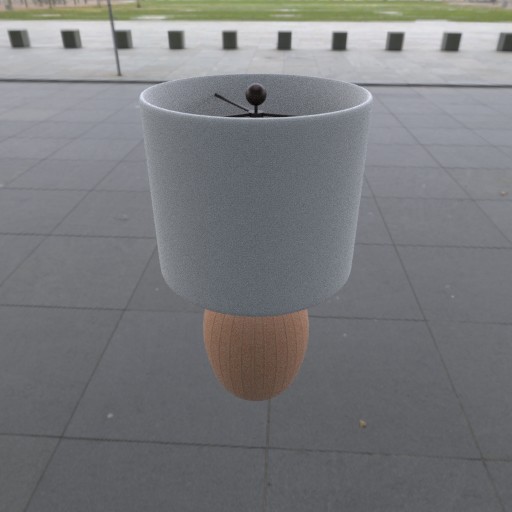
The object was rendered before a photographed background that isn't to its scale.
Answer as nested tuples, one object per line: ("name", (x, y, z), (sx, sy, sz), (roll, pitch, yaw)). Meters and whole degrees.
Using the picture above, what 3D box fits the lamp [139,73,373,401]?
("lamp", (0.000, 0.000, 0.775), (0.329, 0.570, 0.329), (0, 31, 0))
